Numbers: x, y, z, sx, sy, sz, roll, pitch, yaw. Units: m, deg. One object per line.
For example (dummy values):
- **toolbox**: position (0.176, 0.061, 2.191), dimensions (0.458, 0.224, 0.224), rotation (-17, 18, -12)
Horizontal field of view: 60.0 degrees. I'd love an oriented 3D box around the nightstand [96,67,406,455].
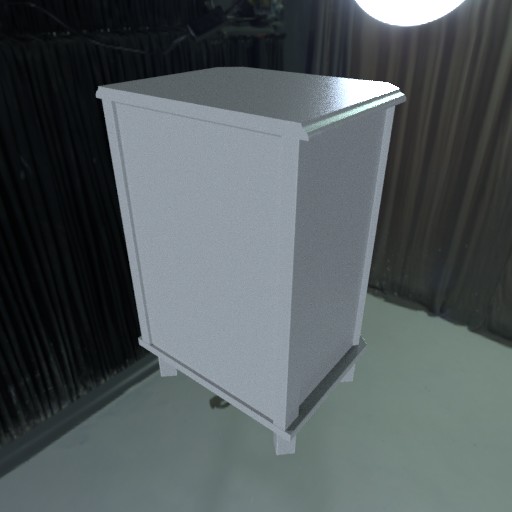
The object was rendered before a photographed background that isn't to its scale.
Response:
- **nightstand**: position (0.000, 0.000, 0.935), dimensions (0.435, 0.680, 0.348), rotation (22, 37, 32)
